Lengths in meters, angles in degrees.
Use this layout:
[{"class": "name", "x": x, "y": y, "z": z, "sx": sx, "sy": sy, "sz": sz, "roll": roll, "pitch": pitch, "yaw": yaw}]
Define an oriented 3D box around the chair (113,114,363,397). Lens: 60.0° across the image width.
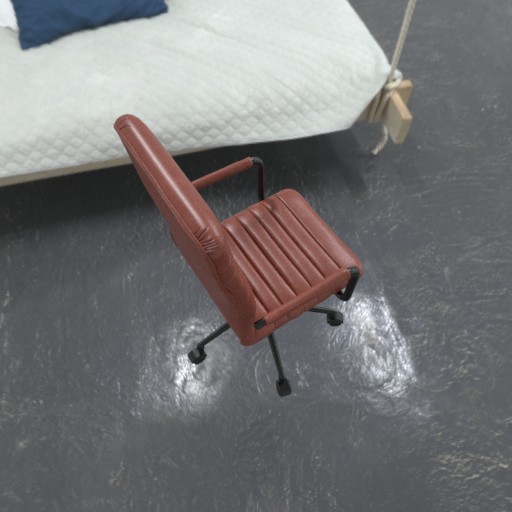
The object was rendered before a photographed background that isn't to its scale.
[{"class": "chair", "x": 0.000, "y": 0.000, "z": 1.308, "sx": 0.580, "sy": 0.979, "sz": 0.608, "roll": -29, "pitch": 63, "yaw": -17}]
